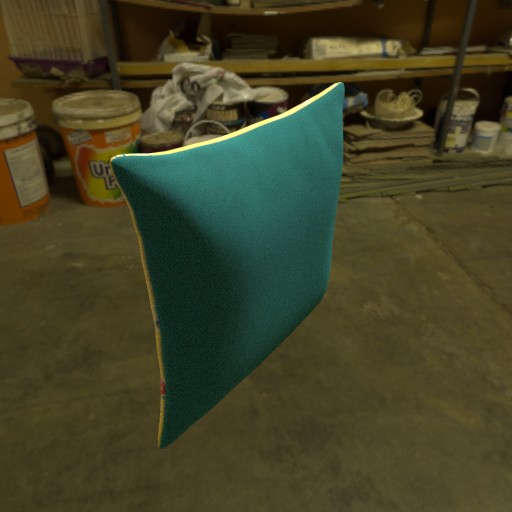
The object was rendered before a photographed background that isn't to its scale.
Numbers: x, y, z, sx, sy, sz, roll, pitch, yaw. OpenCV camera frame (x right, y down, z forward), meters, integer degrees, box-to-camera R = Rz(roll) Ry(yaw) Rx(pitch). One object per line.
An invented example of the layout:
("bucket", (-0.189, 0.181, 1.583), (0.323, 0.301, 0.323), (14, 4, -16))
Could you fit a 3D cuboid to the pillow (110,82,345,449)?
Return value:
("pillow", (0.000, 0.000, 0.782), (0.166, 0.508, 0.525), (22, 38, 31))
